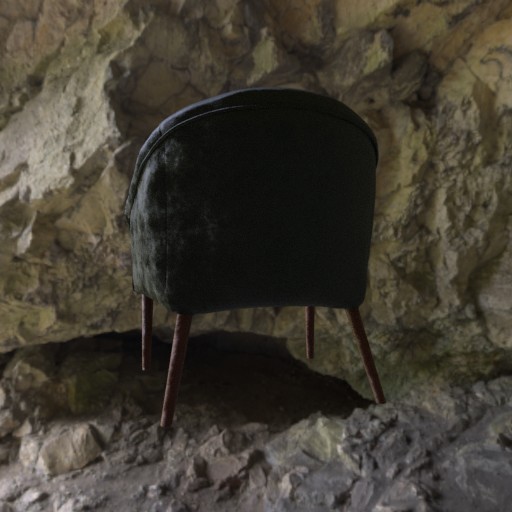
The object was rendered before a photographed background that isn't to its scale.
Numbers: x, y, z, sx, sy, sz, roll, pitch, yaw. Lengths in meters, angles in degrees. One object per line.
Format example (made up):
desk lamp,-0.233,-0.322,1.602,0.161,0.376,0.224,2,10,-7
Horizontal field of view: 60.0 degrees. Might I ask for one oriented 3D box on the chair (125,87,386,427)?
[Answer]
chair,0.000,0.000,1.495,0.851,0.885,0.776,0,0,-16
